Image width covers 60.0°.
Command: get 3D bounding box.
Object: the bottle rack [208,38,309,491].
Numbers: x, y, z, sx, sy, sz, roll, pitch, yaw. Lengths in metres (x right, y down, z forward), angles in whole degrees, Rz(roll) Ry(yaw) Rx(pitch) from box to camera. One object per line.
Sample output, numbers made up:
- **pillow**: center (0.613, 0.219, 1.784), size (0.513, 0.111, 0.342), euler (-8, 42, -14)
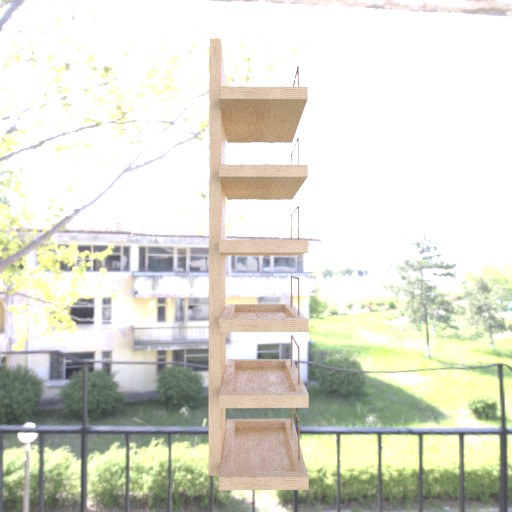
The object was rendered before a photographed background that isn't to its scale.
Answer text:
- **bottle rack**: center (0.000, 0.000, 1.055), size (0.206, 0.943, 0.330), euler (0, -1, -1)
